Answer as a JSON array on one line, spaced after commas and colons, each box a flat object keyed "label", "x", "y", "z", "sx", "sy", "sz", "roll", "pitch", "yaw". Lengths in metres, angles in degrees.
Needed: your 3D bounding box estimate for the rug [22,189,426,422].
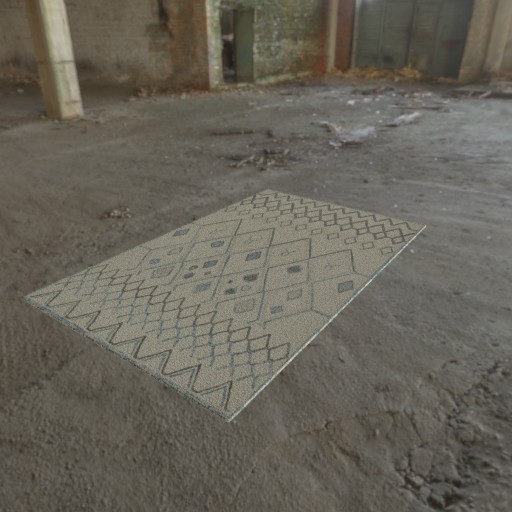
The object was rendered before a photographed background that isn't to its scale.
[{"label": "rug", "x": 0.000, "y": 0.000, "z": 2.990, "sx": 1.524, "sy": 0.015, "sz": 2.439, "roll": 18, "pitch": 32, "yaw": 32}]
